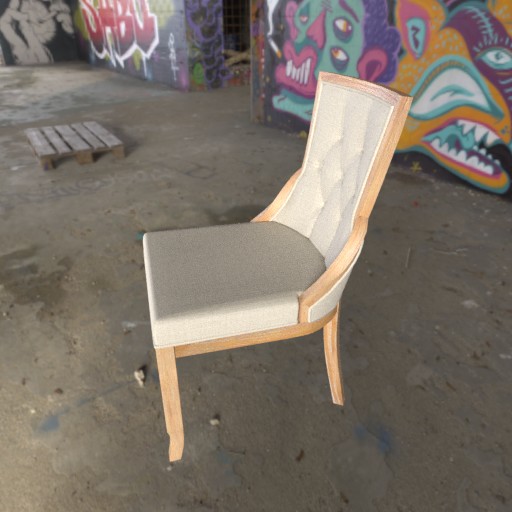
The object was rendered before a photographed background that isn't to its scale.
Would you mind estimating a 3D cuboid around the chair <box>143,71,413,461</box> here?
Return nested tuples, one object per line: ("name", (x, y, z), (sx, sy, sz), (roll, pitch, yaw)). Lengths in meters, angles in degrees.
("chair", (0.000, 0.000, 1.304), (0.641, 0.947, 0.524), (-8, 30, -13))
